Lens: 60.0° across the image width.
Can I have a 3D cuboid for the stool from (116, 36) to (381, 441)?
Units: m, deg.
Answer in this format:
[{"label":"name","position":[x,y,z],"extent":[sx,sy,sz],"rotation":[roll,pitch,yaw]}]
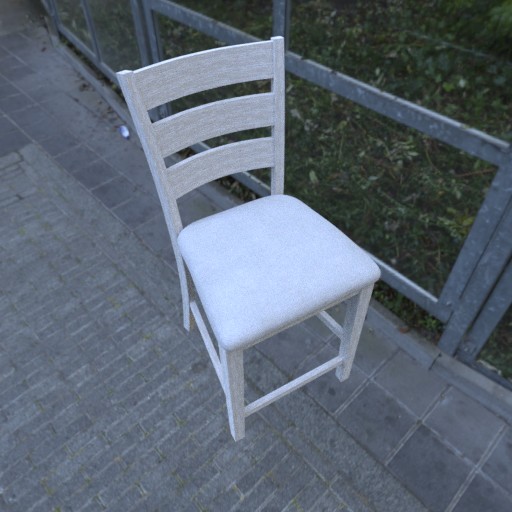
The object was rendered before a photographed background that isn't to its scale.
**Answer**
[{"label":"stool","position":[0.000,0.000,1.320],"extent":[0.484,1.032,0.569],"rotation":[-23,50,-20]}]
